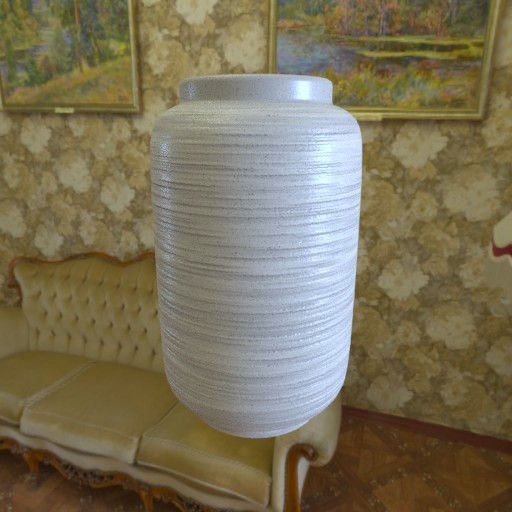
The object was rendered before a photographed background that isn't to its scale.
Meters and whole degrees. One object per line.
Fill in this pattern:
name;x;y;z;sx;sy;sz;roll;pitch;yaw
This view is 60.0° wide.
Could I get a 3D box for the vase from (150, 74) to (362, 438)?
vase;0.000;0.000;0.456;0.202;0.335;0.202;0;17;0
